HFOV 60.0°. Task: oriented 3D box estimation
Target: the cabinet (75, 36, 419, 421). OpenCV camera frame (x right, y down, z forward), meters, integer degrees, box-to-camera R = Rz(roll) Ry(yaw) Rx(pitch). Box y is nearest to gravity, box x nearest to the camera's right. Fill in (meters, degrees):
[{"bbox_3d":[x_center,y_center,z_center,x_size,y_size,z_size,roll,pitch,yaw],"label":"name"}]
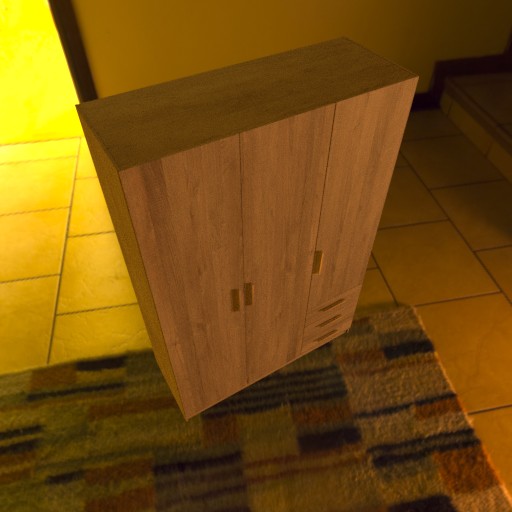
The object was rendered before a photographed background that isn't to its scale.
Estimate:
[{"bbox_3d":[0.000,0.000,2.445,1.290,1.910,0.510,-24,51,-21],"label":"cabinet"}]
